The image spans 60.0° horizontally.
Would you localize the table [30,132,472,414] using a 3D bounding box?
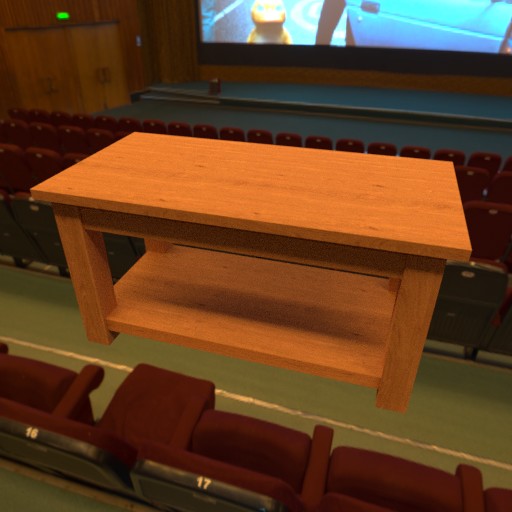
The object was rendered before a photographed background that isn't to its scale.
[{"bbox_3d":[0.000,0.000,1.162,0.899,0.452,0.450,9,33,14],"label":"table"}]
